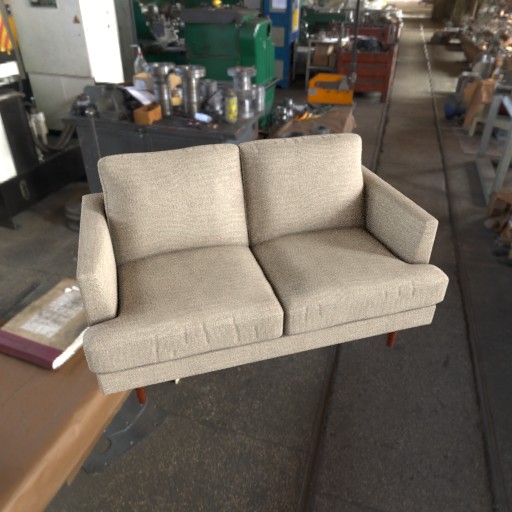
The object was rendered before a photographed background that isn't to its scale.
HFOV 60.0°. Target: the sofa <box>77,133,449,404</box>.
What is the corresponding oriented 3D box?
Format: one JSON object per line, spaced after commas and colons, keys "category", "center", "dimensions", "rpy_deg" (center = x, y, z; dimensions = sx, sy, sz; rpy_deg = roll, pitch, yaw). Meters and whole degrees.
{"category": "sofa", "center": [0.000, 0.000, 2.153], "dimensions": [1.582, 0.944, 0.903], "rpy_deg": [-9, 33, -14]}
